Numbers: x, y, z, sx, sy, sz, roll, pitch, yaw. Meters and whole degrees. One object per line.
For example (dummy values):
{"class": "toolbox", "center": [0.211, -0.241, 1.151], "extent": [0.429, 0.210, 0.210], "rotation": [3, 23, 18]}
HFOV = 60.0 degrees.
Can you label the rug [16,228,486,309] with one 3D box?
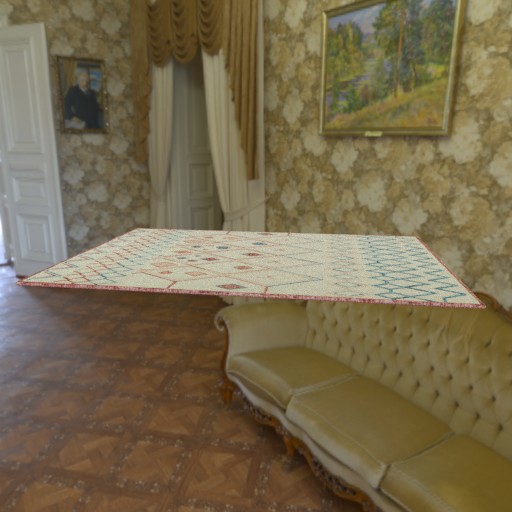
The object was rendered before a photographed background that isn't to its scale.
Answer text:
{"class": "rug", "center": [0.000, 0.000, 2.281], "extent": [1.829, 0.016, 1.219], "rotation": [2, 14, 8]}
